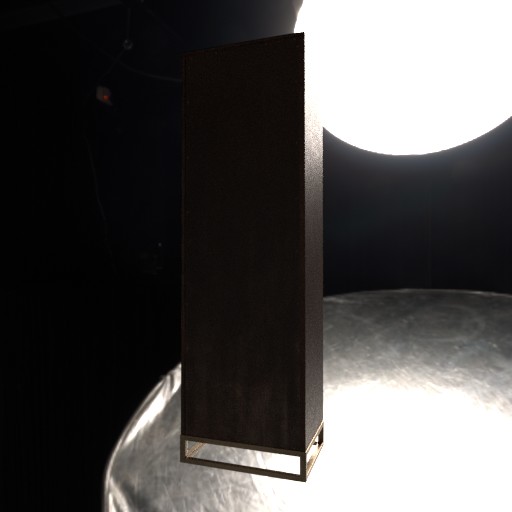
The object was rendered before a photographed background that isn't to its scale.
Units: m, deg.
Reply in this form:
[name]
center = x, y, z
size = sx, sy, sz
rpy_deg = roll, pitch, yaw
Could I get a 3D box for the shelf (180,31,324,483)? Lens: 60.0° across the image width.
[shelf]
center = 0.000, 0.000, 1.971
size = 0.539, 1.732, 0.395
rpy_deg = 0, -1, 19
